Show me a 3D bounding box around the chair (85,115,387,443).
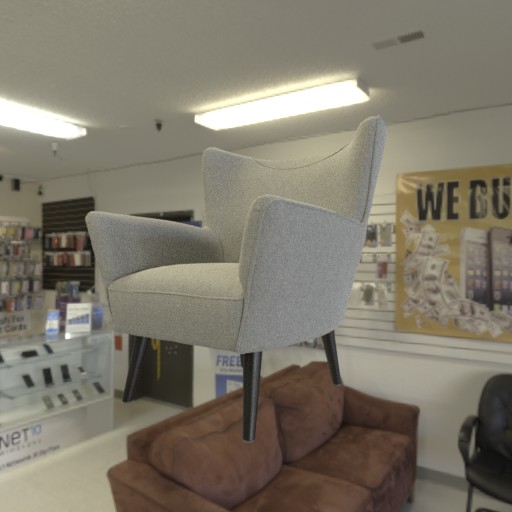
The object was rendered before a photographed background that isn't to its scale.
[{"bbox_3d":[0.000,0.000,1.557,0.781,0.933,0.888,0,0,36],"label":"chair"}]
